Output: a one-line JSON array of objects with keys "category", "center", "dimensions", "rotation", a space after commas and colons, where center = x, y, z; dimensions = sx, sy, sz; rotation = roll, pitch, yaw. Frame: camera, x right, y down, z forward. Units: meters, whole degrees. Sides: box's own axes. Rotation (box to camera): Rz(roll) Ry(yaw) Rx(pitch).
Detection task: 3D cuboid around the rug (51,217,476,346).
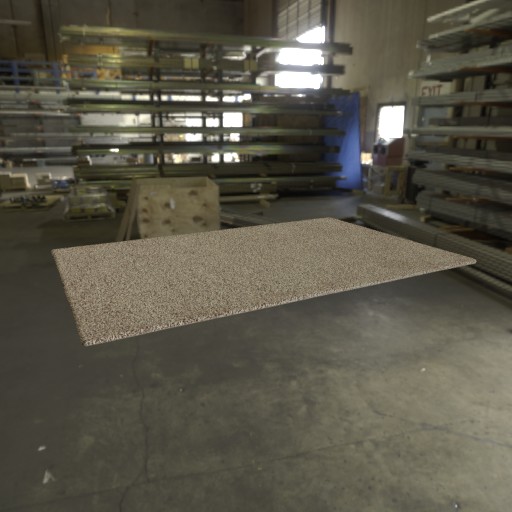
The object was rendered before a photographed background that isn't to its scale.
[{"category": "rug", "center": [0.000, 0.000, 3.387], "dimensions": [2.743, 0.030, 1.778], "rotation": [-9, 19, -27]}]
